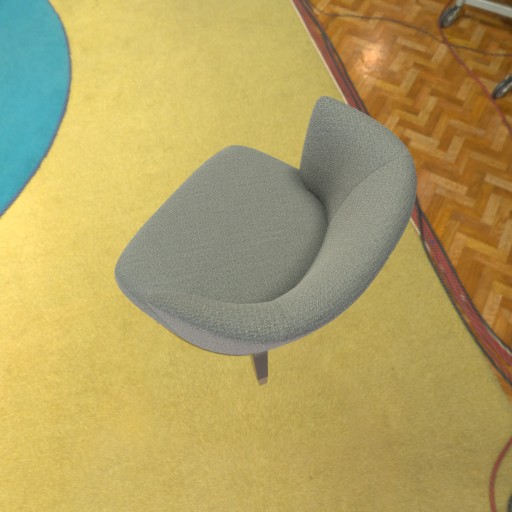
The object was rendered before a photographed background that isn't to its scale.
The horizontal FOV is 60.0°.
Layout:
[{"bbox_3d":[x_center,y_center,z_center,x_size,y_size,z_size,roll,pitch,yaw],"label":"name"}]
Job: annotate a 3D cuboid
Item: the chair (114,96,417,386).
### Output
[{"bbox_3d":[0.000,0.000,1.303,0.660,0.760,0.700,32,67,15],"label":"chair"}]
